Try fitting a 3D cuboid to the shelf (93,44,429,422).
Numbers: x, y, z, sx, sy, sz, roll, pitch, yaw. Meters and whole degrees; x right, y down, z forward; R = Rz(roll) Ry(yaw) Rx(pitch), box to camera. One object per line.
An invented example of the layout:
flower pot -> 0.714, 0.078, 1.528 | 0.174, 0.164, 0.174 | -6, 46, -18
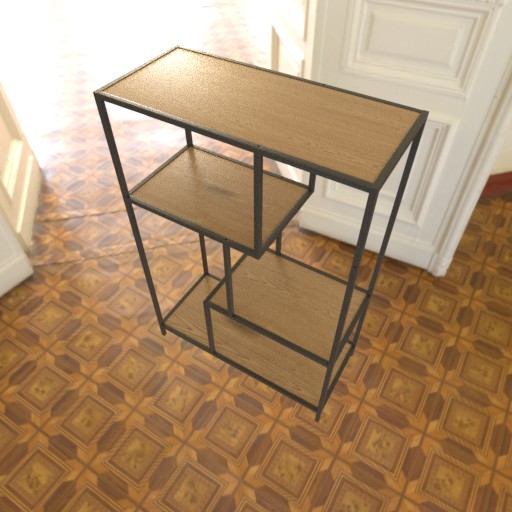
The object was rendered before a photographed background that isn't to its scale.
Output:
shelf -> 0.000, 0.000, 1.525 | 0.770, 1.138, 0.350 | 24, 52, 20
